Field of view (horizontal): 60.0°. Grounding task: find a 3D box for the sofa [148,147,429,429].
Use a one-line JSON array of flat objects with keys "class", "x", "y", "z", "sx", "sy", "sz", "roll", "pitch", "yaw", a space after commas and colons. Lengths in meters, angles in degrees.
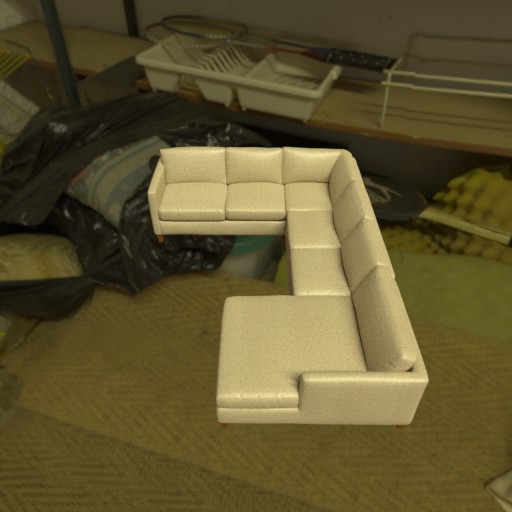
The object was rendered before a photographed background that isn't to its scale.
[{"class": "sofa", "x": 0.000, "y": 0.000, "z": 4.683, "sx": 2.594, "sy": 0.961, "sz": 3.460, "roll": 0, "pitch": 40, "yaw": 0}]
